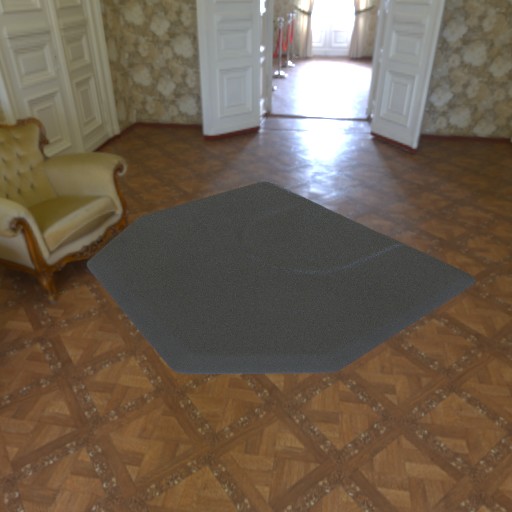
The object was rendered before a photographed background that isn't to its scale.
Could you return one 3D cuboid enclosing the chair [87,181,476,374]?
[{"bbox_3d":[0.000,0.000,1.917,1.219,0.024,1.372,-21,37,-31],"label":"chair"}]
